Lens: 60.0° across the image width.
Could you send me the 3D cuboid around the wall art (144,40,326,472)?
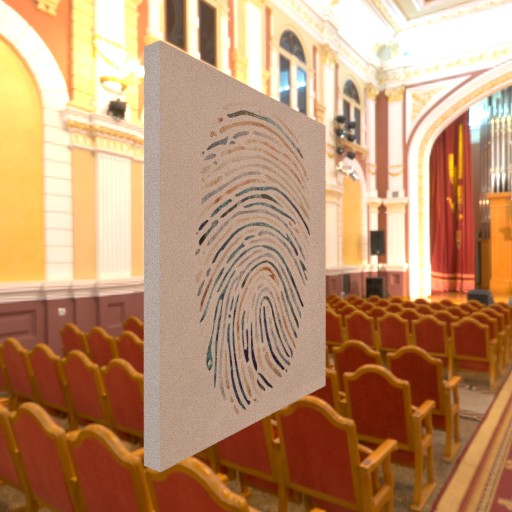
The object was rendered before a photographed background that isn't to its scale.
[{"bbox_3d":[0.000,0.000,0.837,0.037,0.606,0.508,0,0,36],"label":"wall art"}]
